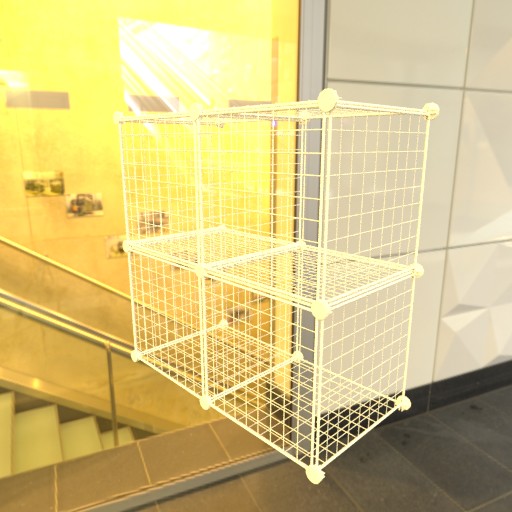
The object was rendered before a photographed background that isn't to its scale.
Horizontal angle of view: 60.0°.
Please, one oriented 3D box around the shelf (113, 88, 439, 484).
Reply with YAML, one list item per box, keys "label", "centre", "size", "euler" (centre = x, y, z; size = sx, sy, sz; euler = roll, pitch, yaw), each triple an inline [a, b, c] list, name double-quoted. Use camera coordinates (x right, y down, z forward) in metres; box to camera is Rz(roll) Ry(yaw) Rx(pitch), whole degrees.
- label: "shelf"
  centre: [0.000, 0.000, 1.118]
  size: [0.356, 0.711, 0.711]
  euler: [-13, 19, -42]
